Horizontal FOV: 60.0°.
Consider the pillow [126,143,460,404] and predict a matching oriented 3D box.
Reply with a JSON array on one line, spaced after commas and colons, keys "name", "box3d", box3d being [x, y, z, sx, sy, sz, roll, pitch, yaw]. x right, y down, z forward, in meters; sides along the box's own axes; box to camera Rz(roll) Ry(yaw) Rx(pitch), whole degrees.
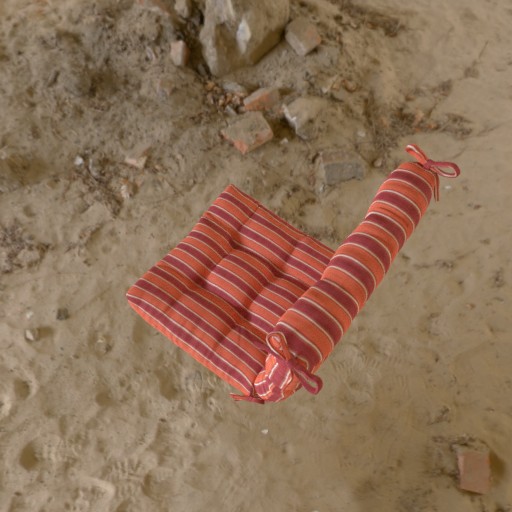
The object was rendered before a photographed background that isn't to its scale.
[{"name": "pillow", "box3d": [0.000, 0.000, 1.034, 0.571, 0.605, 0.519, 34, 68, 16]}]
